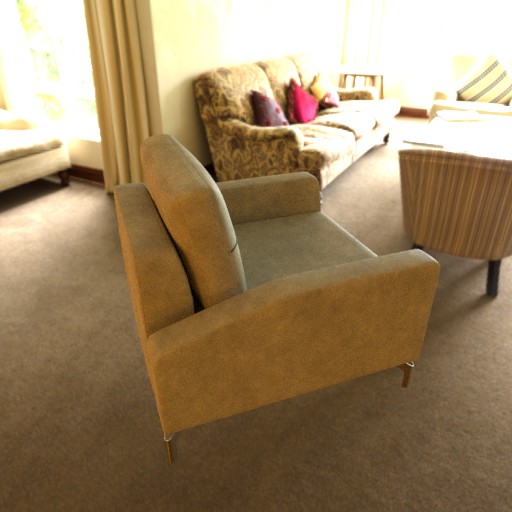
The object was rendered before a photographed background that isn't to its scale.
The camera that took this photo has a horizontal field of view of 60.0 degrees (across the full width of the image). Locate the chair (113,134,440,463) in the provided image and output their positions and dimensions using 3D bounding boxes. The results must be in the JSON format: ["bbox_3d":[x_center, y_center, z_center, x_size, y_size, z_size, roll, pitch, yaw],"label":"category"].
[{"bbox_3d":[0.000,0.000,1.618,0.900,0.800,0.900,-11,31,-18],"label":"chair"}]
